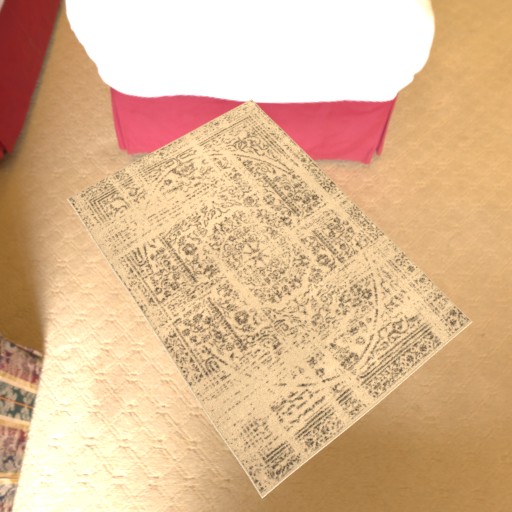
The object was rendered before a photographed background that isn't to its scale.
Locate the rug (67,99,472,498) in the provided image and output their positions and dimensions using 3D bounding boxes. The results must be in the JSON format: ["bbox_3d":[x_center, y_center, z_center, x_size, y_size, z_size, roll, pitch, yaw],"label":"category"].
[{"bbox_3d":[0.000,0.000,3.074,1.706,0.026,2.438,-33,68,-15],"label":"rug"}]
